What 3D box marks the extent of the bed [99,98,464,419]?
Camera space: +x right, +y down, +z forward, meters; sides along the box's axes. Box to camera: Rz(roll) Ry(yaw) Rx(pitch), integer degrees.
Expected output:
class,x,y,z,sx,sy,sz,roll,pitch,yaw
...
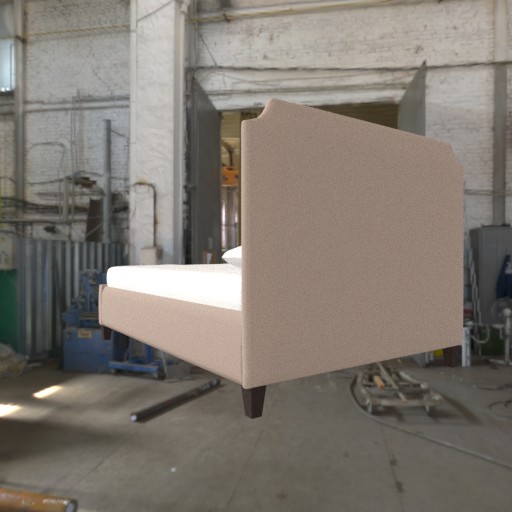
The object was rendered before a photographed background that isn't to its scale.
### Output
class,x,y,z,sx,sy,sz,roll,pitch,yaw
bed,0.000,0.000,3.351,1.713,1.443,2.372,0,0,-35
